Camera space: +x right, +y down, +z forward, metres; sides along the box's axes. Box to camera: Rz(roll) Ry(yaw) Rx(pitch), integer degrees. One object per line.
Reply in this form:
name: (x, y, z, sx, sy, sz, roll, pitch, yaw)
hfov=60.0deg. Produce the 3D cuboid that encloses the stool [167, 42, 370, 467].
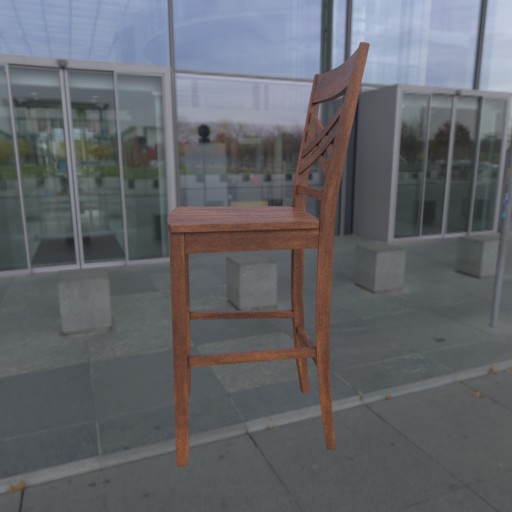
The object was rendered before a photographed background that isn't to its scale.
stool: (0.000, 0.000, 1.321, 0.504, 1.098, 0.426, -2, 12, -7)
